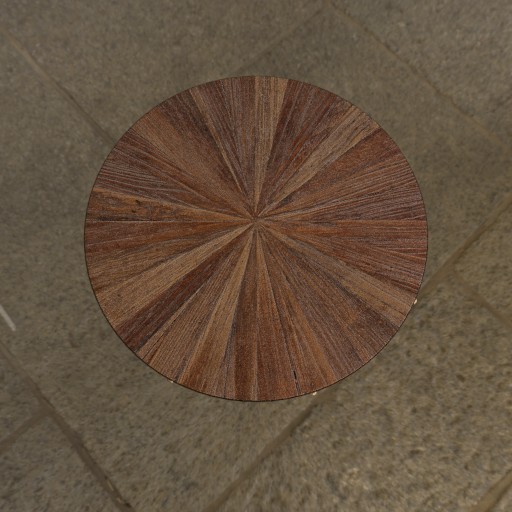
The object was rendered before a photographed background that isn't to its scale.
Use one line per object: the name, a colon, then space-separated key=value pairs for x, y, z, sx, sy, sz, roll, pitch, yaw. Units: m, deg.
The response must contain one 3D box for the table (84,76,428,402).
table: x=0.000 y=0.000 z=1.458 sx=0.885 sy=0.658 sz=0.885 roll=0 pitch=74 yaw=0
